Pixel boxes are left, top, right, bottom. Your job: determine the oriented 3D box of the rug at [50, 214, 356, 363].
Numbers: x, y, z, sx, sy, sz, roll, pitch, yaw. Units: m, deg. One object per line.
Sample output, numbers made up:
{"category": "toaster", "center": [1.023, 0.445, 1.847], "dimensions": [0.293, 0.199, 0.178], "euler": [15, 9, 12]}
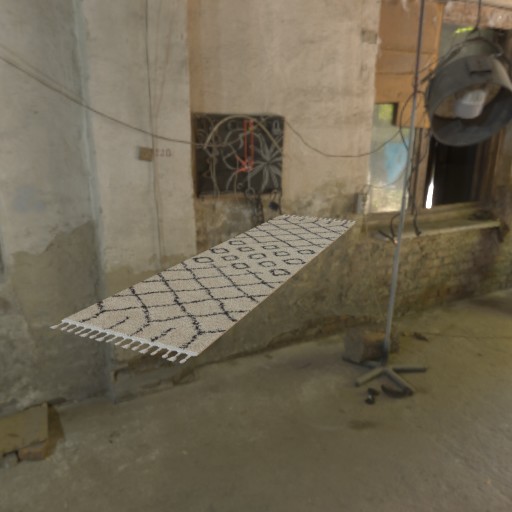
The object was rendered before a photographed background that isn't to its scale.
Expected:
{"category": "rug", "center": [0.000, 0.000, 2.698], "dimensions": [0.660, 0.005, 2.464], "euler": [8, 19, 24]}
